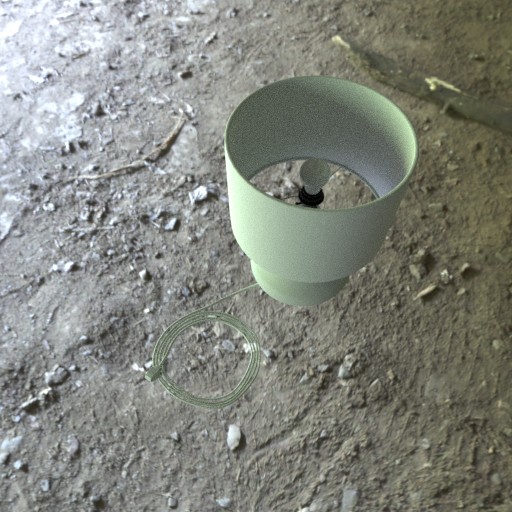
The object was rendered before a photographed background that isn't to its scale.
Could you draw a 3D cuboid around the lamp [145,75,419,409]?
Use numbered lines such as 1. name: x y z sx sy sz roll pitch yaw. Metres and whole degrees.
1. lamp: 0.000 0.000 0.848 0.546 0.457 0.401 -14 59 -9
